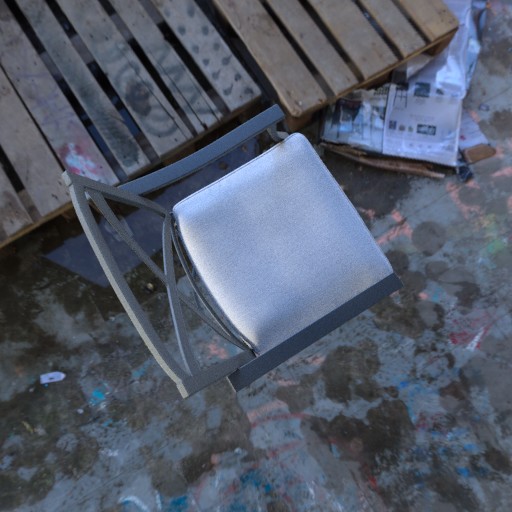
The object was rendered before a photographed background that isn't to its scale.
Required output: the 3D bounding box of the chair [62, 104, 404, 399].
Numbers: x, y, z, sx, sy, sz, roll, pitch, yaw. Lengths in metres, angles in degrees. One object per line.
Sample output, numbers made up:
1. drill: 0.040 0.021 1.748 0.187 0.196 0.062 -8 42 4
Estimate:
1. chair: 0.000 0.000 1.272 0.620 0.889 0.575 -31 78 -7
